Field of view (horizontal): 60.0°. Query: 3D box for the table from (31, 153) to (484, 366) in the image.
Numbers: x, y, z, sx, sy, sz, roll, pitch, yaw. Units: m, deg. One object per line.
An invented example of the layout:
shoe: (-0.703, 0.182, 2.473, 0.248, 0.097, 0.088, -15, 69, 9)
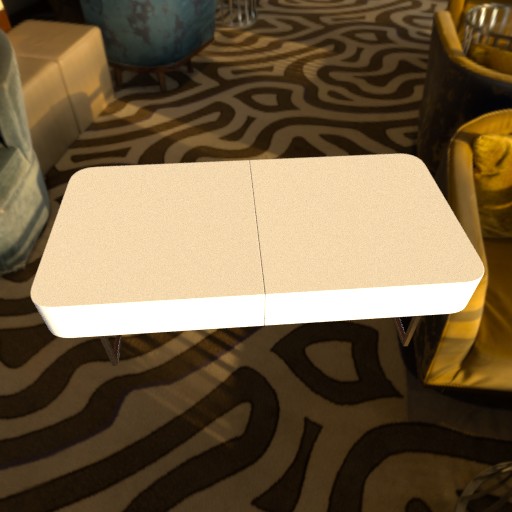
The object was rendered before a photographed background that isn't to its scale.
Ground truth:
table: (0.000, 0.000, 1.458, 1.200, 0.340, 0.600, -3, 46, -3)
